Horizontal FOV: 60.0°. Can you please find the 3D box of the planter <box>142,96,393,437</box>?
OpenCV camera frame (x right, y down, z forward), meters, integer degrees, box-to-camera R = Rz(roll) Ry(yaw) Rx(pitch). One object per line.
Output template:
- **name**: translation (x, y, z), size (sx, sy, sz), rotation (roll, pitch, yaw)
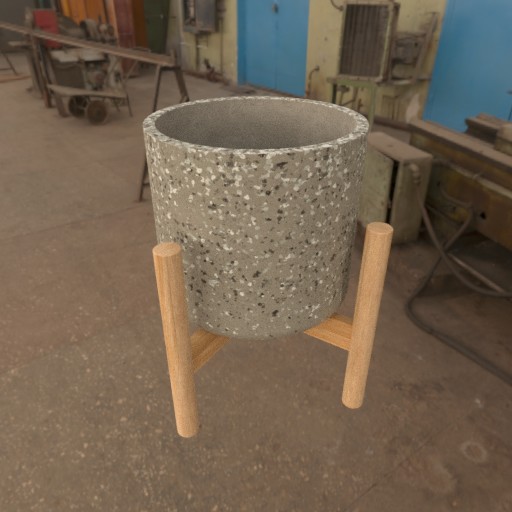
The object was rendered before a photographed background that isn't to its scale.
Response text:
- **planter**: translation (0.000, 0.000, 0.526), size (0.284, 0.320, 0.284), rotation (-19, 36, -29)
